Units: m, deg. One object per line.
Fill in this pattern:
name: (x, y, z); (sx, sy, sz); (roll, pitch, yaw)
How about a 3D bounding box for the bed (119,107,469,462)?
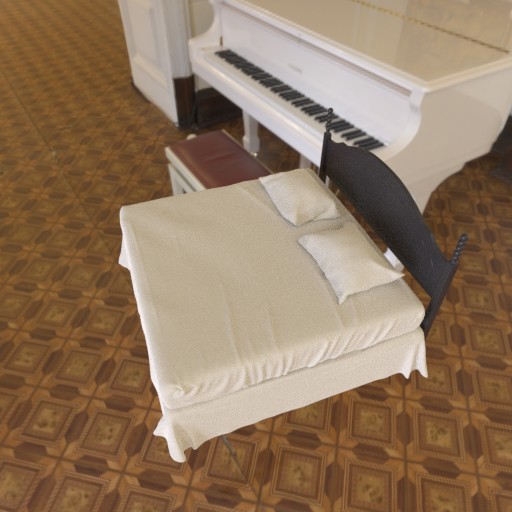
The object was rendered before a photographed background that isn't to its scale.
bed: (0.000, 0.000, 3.626); (2.219, 1.355, 2.322); (-14, 46, -14)
